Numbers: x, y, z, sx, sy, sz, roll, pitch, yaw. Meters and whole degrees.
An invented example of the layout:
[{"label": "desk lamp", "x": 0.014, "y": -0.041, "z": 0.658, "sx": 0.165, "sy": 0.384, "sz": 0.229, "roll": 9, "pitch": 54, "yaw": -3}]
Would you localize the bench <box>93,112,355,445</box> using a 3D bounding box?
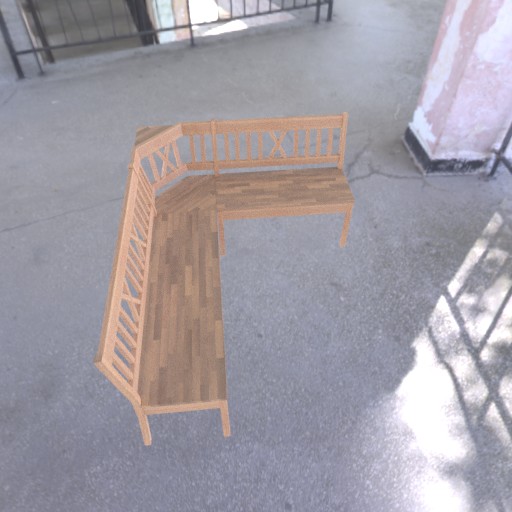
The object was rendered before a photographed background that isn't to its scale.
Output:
[{"label": "bench", "x": 0.000, "y": 0.000, "z": 2.866, "sx": 1.537, "sy": 0.902, "sz": 1.937, "roll": -4, "pitch": 46, "yaw": -4}]
